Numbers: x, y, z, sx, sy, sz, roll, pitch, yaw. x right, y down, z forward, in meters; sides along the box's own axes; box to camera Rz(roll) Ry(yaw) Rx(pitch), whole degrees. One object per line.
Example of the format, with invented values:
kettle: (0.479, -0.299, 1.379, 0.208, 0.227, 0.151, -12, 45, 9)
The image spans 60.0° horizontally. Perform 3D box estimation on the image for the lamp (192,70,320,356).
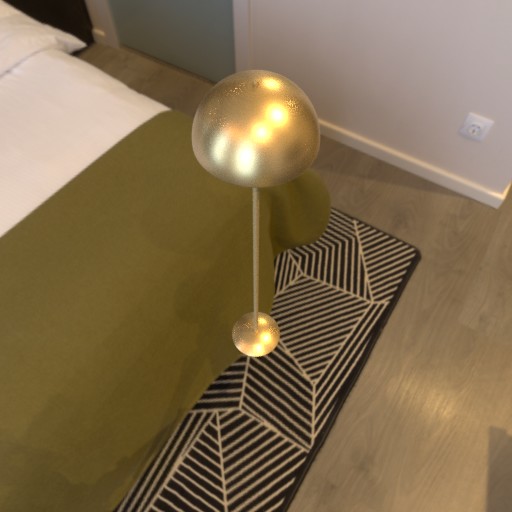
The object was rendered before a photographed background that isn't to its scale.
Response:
lamp: (0.000, 0.000, 1.621, 0.328, 1.480, 0.328, 2, 58, 1)
